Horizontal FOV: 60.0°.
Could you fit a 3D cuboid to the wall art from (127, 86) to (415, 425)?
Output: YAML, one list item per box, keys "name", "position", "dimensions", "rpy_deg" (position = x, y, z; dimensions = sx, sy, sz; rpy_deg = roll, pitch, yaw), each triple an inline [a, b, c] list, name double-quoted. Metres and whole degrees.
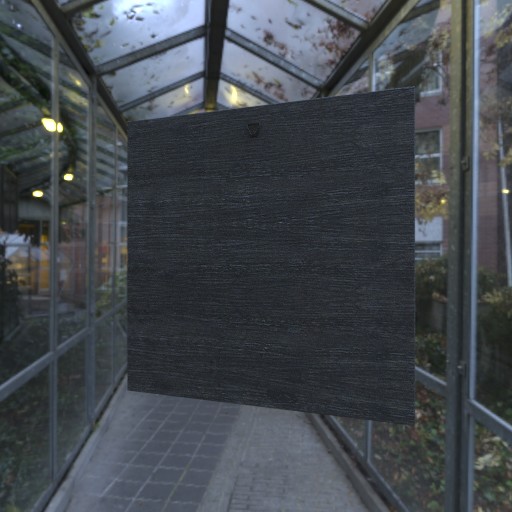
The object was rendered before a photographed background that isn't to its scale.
- name: "wall art"
  position: [0.000, 0.000, 0.685]
  dimensions: [0.462, 0.459, 0.027]
  rpy_deg: [0, 0, 20]
